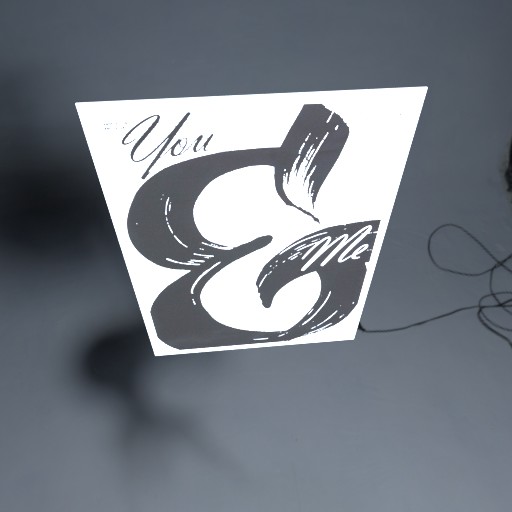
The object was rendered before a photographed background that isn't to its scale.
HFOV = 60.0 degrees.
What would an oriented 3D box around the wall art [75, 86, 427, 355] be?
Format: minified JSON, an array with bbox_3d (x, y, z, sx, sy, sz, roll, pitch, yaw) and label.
[{"bbox_3d":[0.000,0.000,0.796,0.457,0.609,0.003,-4,47,-4],"label":"wall art"}]
